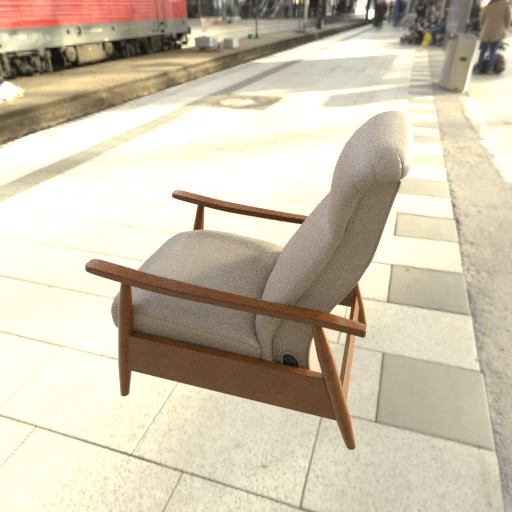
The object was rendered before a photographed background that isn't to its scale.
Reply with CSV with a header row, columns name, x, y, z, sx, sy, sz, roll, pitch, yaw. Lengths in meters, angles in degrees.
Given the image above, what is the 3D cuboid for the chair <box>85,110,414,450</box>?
name,x,y,z,sx,sy,sz,roll,pitch,yaw
chair,0.000,0.000,1.770,1.032,1.082,0.762,8,31,14
